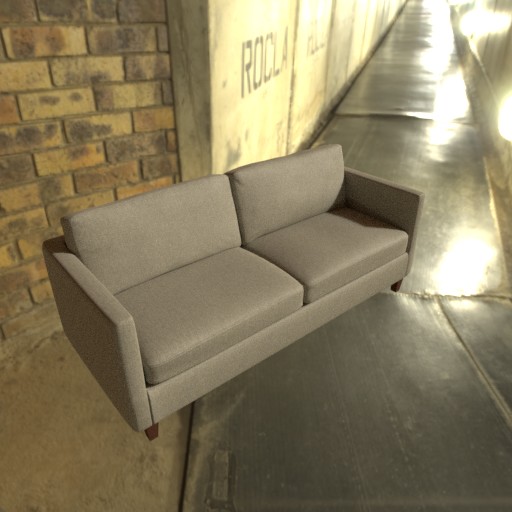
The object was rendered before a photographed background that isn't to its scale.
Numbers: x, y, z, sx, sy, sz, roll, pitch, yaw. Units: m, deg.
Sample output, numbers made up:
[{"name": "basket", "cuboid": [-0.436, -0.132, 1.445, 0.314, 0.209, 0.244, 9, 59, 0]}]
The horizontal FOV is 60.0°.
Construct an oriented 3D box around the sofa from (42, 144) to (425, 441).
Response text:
[{"name": "sofa", "cuboid": [0.000, 0.000, 2.757, 2.208, 0.963, 0.956, -22, 37, -34]}]
